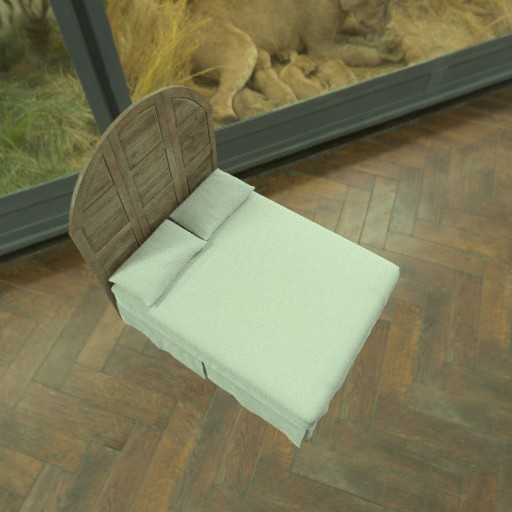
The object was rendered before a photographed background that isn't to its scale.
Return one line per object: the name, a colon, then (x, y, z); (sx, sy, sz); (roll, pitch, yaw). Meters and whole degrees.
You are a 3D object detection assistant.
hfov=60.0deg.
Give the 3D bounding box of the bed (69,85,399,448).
bed: (0.000, 0.000, 3.541); (2.112, 2.002, 1.713); (29, 62, 17)
